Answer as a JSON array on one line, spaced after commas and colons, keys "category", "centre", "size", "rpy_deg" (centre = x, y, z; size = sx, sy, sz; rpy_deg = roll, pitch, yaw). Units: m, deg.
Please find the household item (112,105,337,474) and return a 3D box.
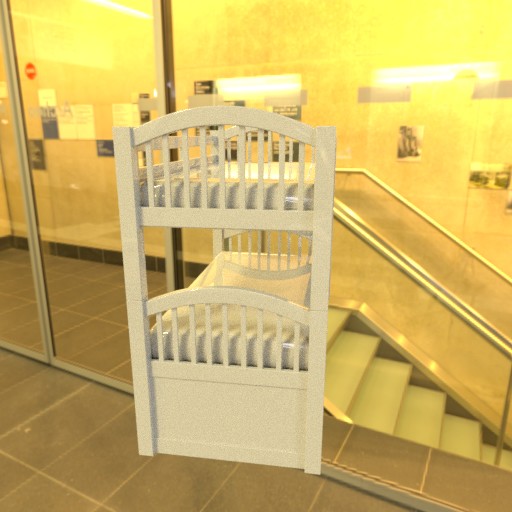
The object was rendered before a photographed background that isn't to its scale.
[{"category": "household item", "centre": [0.000, 0.000, 3.340], "size": [1.143, 2.032, 2.032], "rpy_deg": [2, 15, 8]}]
